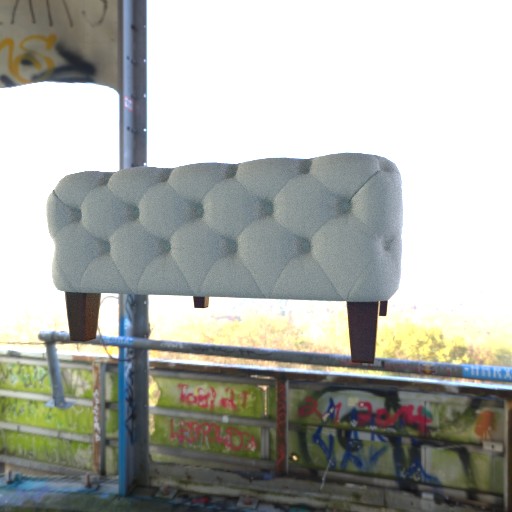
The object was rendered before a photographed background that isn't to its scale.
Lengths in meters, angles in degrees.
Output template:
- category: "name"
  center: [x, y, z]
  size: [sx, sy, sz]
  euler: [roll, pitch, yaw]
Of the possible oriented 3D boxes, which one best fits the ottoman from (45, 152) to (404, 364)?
- category: "ottoman"
  center: [0.000, 0.000, 1.193]
  size: [0.753, 0.376, 0.755]
  euler: [0, 0, 18]
